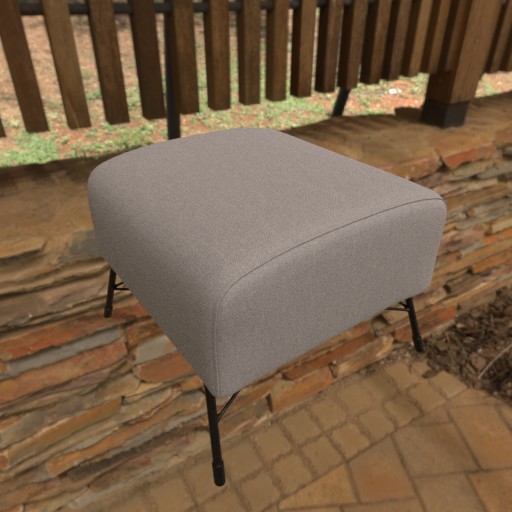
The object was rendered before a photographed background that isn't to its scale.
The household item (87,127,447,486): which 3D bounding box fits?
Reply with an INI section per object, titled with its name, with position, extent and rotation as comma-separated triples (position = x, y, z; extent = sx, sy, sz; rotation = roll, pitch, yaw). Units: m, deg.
[household item]
position = 0.000, 0.000, 0.909
extent = 0.530, 0.410, 0.530
rotation = -21, 37, -30
